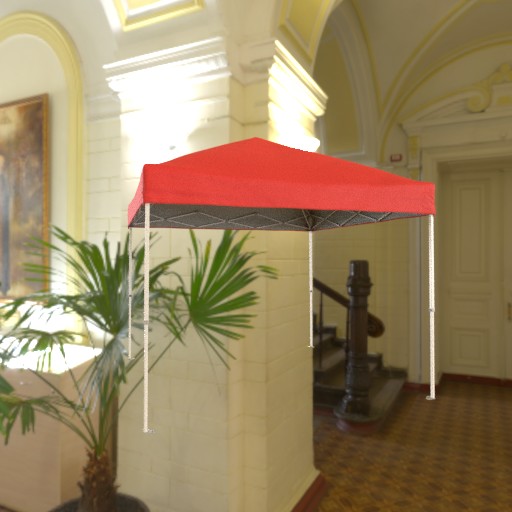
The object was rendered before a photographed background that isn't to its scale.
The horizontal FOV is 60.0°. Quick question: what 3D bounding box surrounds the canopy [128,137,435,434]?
[{"bbox_3d":[0.000,0.000,5.573,2.996,2.997,2.998,0,-1,-18],"label":"canopy"}]
